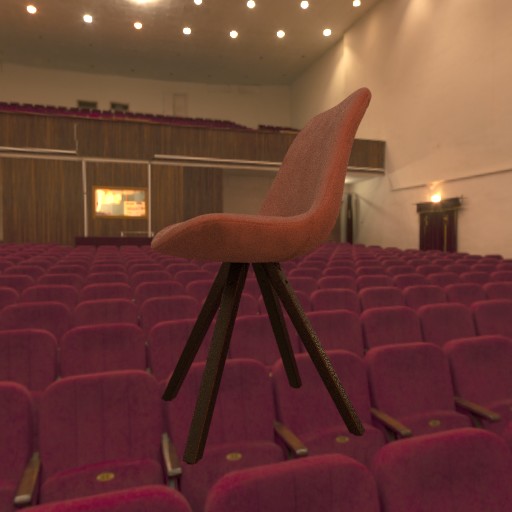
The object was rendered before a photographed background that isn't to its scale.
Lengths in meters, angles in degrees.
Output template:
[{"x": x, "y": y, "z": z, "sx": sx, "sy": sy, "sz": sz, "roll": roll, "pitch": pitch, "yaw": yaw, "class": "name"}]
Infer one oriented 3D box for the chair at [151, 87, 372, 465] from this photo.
[{"x": 0.000, "y": 0.000, "z": 1.188, "sx": 0.547, "sy": 0.865, "sz": 0.483, "roll": 0, "pitch": 1, "yaw": -18, "class": "chair"}]
